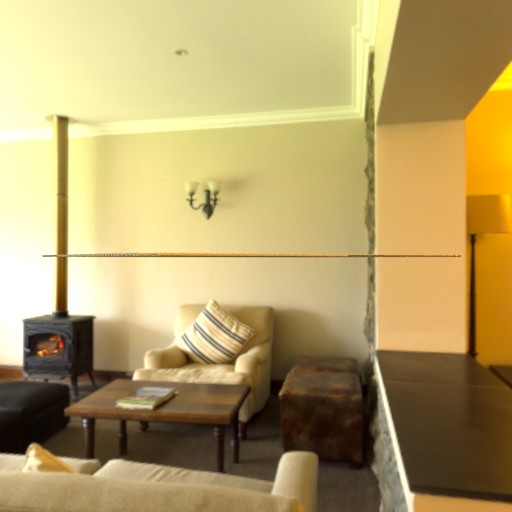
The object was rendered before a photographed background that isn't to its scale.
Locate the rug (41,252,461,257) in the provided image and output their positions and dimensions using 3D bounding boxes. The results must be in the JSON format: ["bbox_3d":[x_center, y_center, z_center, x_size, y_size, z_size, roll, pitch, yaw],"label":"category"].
[{"bbox_3d":[0.000,0.000,2.962,2.312,0.013,1.600,0,0,-37],"label":"rug"}]
